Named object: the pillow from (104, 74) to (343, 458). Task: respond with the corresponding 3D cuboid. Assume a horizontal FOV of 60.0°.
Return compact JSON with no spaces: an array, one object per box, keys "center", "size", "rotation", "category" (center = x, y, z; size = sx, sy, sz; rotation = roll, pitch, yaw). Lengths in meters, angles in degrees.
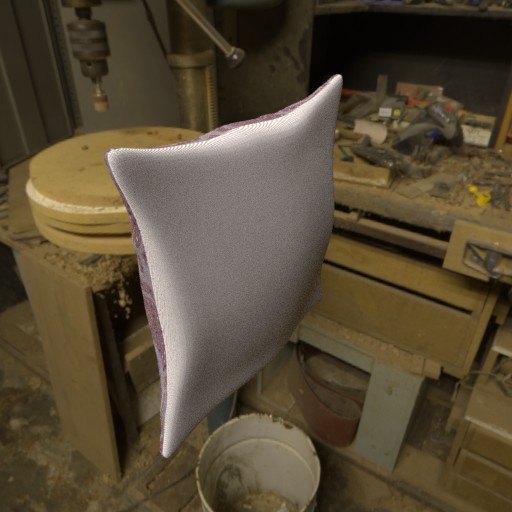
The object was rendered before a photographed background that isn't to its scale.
[{"center":[0.000,0.000,0.755],"size":[0.163,0.513,0.514],"rotation":[21,38,29],"category":"pillow"}]
